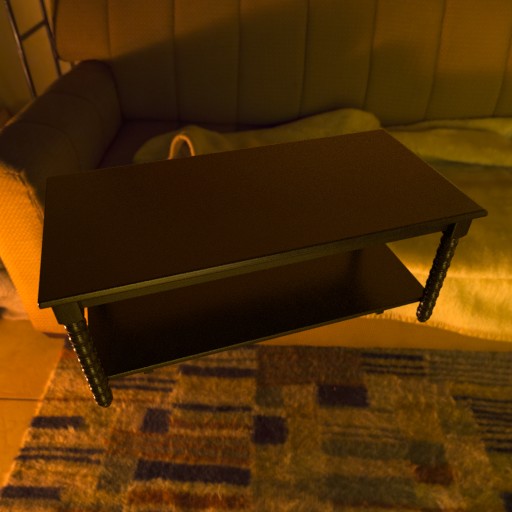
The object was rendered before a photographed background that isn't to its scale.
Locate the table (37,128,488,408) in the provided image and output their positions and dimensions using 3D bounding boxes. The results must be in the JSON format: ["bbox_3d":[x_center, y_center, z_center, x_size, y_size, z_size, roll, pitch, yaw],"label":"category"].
[{"bbox_3d":[0.000,0.000,1.448,1.171,0.487,0.580,-12,41,-14],"label":"table"}]
